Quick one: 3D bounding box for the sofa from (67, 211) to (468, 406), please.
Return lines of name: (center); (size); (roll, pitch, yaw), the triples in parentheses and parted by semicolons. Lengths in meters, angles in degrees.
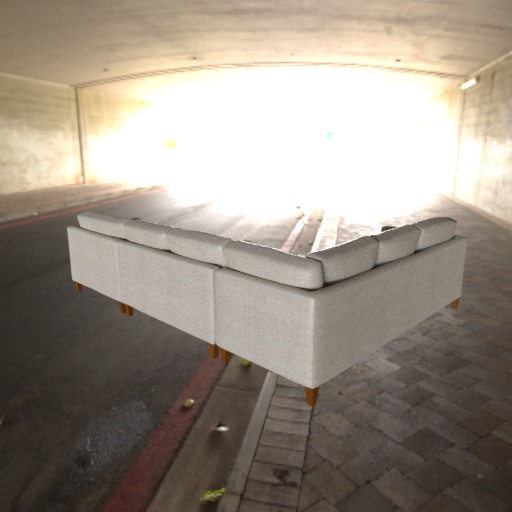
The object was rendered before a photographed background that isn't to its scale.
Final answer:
sofa: (0.000, 0.000, 4.733); (3.460, 0.961, 2.594); (13, 19, 42)
